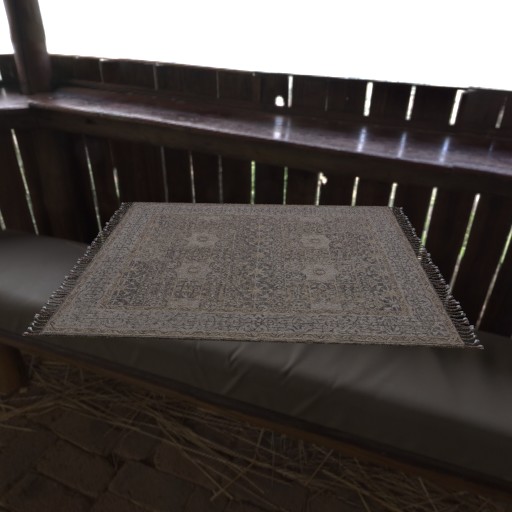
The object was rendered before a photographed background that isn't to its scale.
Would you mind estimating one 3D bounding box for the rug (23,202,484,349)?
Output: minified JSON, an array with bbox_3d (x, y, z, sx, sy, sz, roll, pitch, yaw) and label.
[{"bbox_3d":[0.000,0.000,4.171,3.291,0.017,2.431,1,30,2],"label":"rug"}]
